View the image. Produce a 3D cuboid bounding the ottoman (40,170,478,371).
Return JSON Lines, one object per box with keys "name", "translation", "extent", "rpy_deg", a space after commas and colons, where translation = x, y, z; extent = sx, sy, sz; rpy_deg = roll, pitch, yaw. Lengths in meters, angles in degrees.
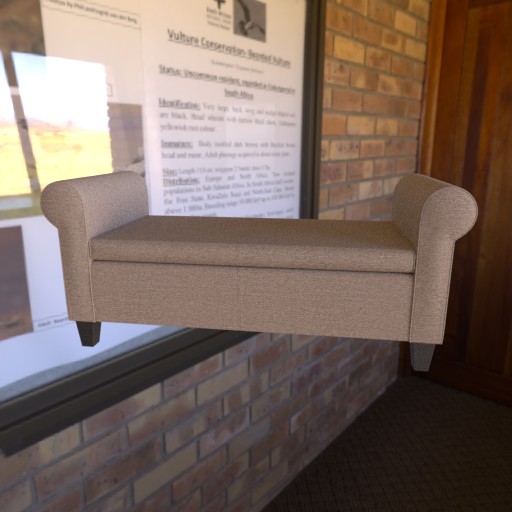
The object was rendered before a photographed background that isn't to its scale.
{"name": "ottoman", "translation": [0.000, 0.000, 1.547], "extent": [1.256, 0.547, 0.521], "rpy_deg": [2, 15, 8]}
